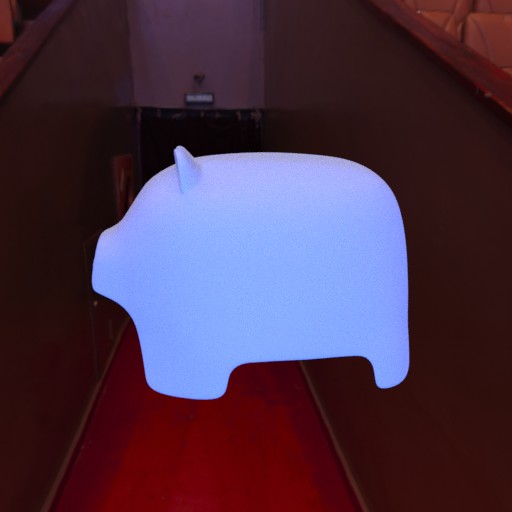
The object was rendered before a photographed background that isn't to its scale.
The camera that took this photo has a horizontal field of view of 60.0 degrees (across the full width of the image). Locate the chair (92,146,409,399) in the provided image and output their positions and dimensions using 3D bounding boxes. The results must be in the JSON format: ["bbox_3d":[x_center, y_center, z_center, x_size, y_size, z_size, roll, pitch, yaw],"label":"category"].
[{"bbox_3d":[0.000,0.000,0.884,0.619,0.423,0.364,-2,16,-8],"label":"chair"}]
